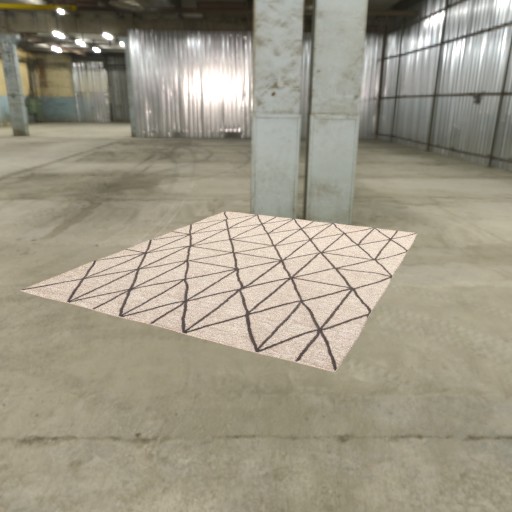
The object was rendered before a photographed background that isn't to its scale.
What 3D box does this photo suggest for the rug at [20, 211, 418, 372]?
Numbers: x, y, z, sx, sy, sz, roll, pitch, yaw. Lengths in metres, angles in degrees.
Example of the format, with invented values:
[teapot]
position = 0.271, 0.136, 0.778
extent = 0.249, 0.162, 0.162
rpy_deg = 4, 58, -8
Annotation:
[rug]
position = 0.000, 0.000, 4.098
extent = 2.468, 0.022, 3.061
rpy_deg = 9, 20, 25
